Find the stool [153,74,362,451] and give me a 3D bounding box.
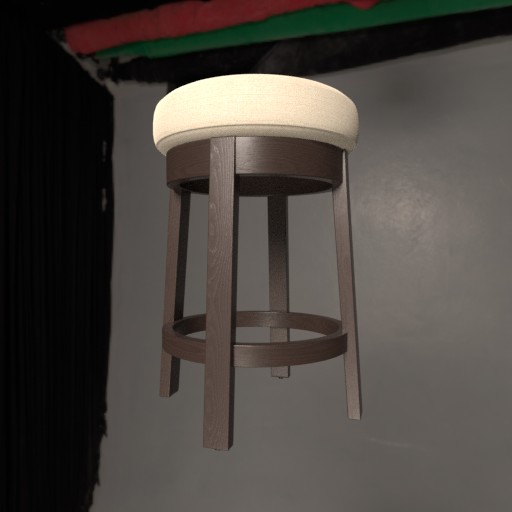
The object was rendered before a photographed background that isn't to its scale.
[{"bbox_3d":[0.000,0.000,0.956,0.449,0.655,0.449,0,2,0],"label":"stool"}]
